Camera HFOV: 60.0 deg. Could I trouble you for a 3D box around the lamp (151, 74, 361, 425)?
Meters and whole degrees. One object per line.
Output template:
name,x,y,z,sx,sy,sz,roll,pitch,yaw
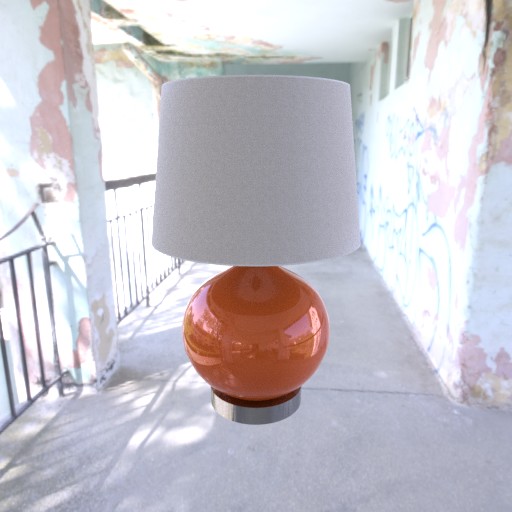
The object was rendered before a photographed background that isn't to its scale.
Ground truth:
lamp,0.000,0.000,0.541,0.247,0.387,0.247,0,15,0
